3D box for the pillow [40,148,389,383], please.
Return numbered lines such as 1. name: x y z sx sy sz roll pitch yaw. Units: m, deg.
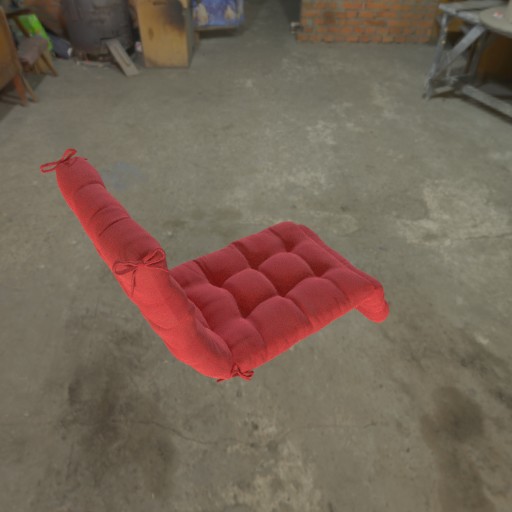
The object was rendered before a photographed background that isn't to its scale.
1. pillow: 0.000 0.000 1.469 1.016 0.863 0.526 -26 48 -26
